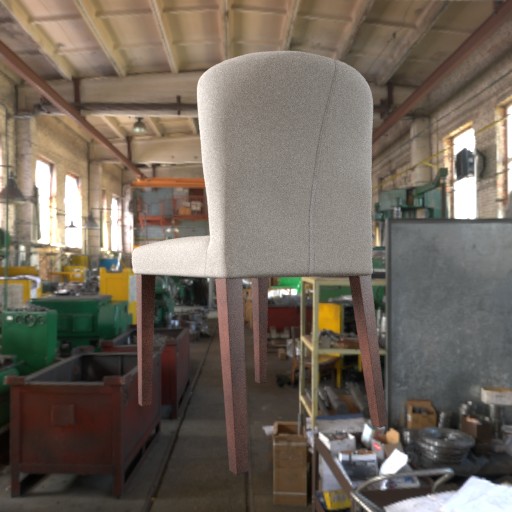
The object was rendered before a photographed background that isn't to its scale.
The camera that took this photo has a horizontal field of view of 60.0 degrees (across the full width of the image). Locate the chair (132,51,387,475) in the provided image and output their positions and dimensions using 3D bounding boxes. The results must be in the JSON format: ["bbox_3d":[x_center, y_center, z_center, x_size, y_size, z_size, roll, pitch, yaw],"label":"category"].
[{"bbox_3d":[0.000,0.000,1.170,0.491,0.839,0.592,1,-1,-36],"label":"chair"}]
